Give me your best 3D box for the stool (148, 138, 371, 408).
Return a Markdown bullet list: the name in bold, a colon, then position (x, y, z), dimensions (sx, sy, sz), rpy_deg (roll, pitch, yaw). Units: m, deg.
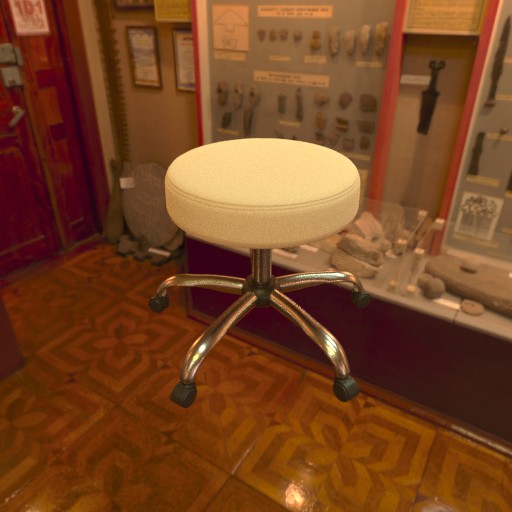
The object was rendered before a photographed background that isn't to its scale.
- **stool**: position (0.000, 0.000, 1.066), dimensions (0.634, 0.482, 0.614), rpy_deg (19, 35, 29)
